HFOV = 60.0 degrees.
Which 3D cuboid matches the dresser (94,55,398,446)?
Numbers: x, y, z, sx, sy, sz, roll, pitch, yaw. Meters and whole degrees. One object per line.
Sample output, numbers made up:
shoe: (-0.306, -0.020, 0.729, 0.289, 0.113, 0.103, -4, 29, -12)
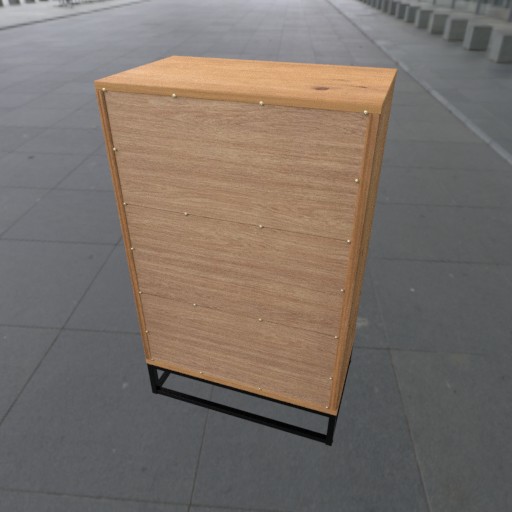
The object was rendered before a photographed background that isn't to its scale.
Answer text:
dresser: (0.000, 0.000, 1.604, 0.761, 1.240, 0.479, 11, 34, 16)
